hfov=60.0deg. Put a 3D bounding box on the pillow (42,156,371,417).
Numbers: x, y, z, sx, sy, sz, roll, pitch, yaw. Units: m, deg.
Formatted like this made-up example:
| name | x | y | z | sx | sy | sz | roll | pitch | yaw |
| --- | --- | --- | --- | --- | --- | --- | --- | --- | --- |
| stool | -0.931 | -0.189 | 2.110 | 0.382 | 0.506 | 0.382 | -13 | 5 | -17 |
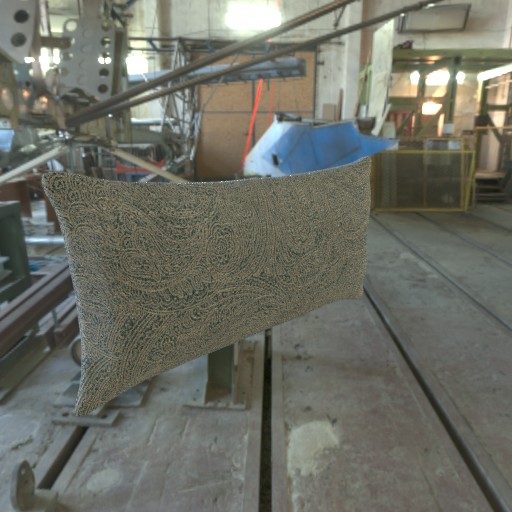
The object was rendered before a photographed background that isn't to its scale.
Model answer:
| name | x | y | z | sx | sy | sz | roll | pitch | yaw |
| --- | --- | --- | --- | --- | --- | --- | --- | --- | --- |
| pillow | 0.000 | 0.000 | 0.703 | 0.615 | 0.295 | 0.151 | -14 | 21 | -42 |
